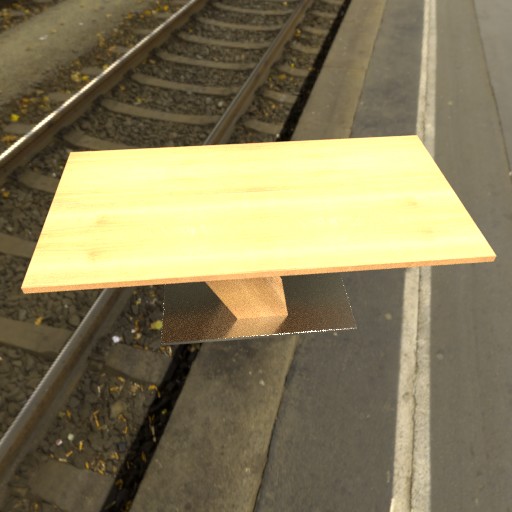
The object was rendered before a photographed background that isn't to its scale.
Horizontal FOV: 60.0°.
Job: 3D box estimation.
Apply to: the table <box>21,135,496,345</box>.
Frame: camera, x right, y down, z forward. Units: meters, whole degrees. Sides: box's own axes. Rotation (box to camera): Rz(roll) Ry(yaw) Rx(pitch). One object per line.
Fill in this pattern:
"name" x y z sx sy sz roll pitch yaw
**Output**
"table" 0.000 0.000 2.251 1.800 0.750 0.900 -4 46 -4
